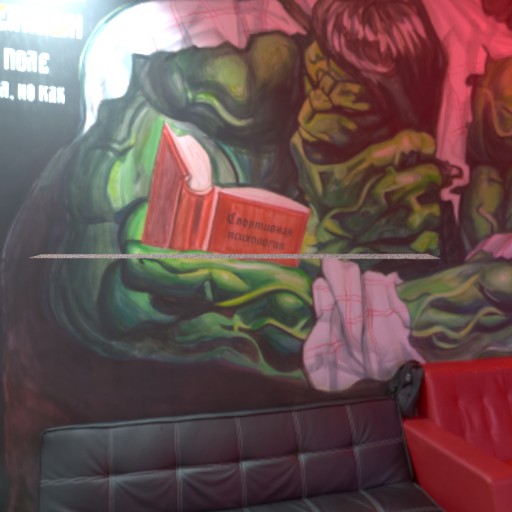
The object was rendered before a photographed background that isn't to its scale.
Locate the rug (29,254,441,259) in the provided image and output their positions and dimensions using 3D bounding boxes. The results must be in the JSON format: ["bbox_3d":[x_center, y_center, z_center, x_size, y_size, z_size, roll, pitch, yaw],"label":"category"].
[{"bbox_3d":[0.000,0.000,4.007,2.933,0.027,2.332,0,0,18],"label":"rug"}]
